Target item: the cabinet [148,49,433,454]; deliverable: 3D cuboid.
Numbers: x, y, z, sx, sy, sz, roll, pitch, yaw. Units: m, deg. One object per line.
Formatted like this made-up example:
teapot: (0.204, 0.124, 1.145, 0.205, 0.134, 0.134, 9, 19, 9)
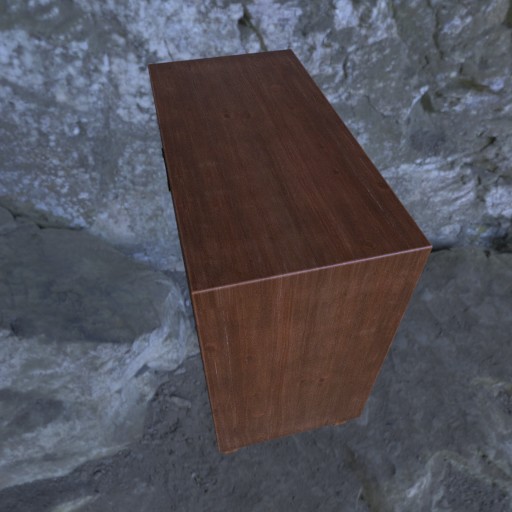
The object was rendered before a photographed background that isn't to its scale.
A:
cabinet: (0.000, 0.000, 1.248, 0.412, 0.785, 0.796, -10, 48, -9)
